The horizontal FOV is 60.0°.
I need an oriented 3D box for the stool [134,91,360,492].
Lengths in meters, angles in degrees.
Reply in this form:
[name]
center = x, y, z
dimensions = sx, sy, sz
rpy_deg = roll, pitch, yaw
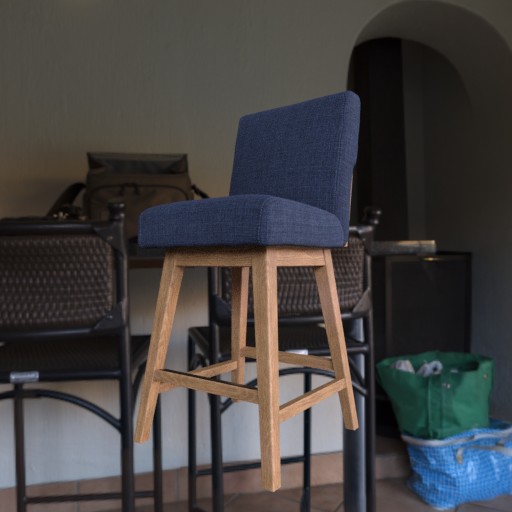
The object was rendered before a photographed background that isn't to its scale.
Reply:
[stool]
center = 0.000, 0.000, 1.283
dimensions = 0.459, 1.010, 0.526
rpy_deg = 0, -1, 36
